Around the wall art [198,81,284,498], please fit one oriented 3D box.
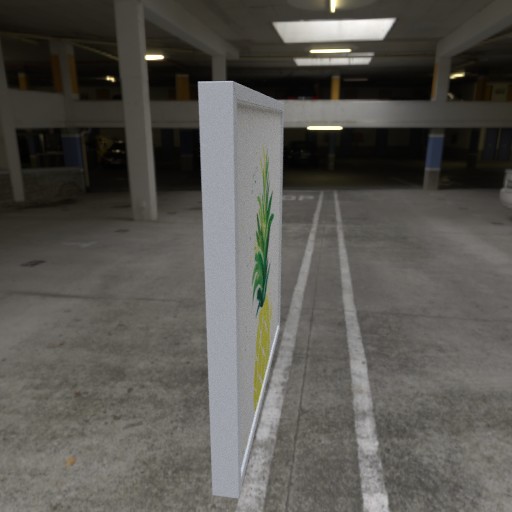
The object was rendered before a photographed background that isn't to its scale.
[{"bbox_3d":[0.000,0.000,0.747,0.035,0.507,0.508,3,17,9],"label":"wall art"}]
